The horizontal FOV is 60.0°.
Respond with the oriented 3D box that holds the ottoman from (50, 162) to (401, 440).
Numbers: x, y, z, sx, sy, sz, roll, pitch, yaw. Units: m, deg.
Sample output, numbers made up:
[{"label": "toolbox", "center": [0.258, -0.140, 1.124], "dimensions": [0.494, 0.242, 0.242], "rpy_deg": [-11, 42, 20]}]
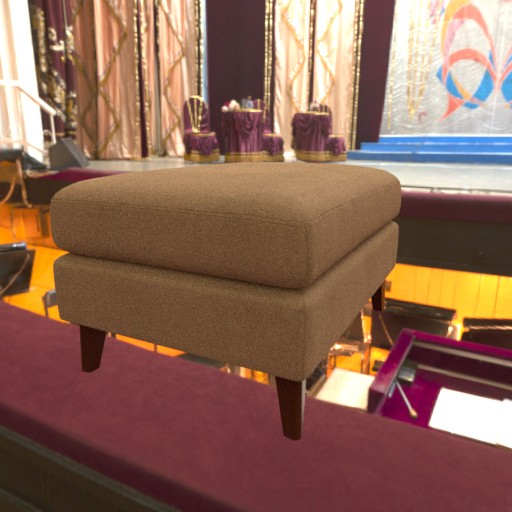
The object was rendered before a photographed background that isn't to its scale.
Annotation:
[{"label": "ottoman", "center": [0.000, 0.000, 1.202], "dimensions": [0.610, 0.478, 0.823], "rpy_deg": [8, 16, 27]}]
